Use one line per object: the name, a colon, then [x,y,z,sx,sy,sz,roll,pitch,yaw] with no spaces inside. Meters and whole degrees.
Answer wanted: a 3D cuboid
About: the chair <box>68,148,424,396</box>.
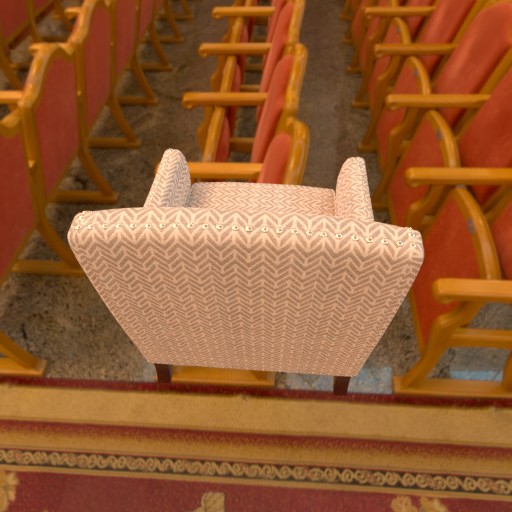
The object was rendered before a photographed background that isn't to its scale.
chair: [0.000,0.000,1.245,0.623,0.816,0.651,3,48,3]
